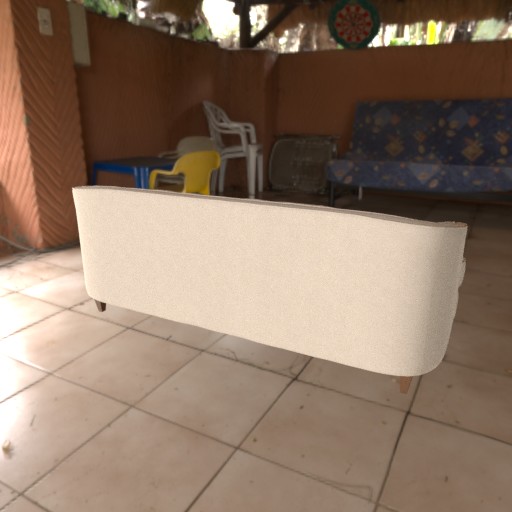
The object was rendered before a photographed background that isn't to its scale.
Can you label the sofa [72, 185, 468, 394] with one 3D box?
[{"bbox_3d":[0.000,0.000,2.688,2.278,0.855,0.941,9,20,26],"label":"sofa"}]
